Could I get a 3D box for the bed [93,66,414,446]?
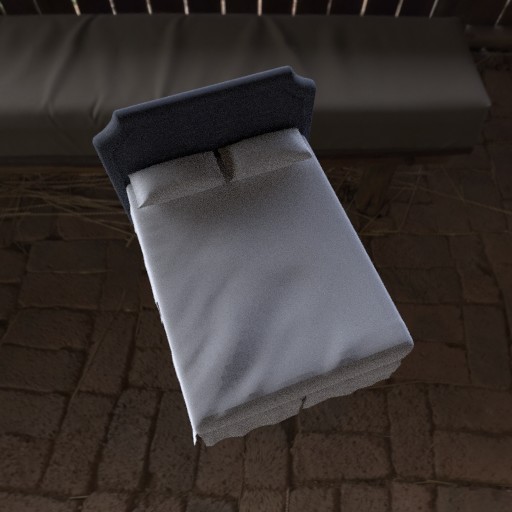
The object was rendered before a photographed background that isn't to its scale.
[{"bbox_3d":[0.000,0.000,3.183,1.693,1.290,2.116,-18,65,-9],"label":"bed"}]
